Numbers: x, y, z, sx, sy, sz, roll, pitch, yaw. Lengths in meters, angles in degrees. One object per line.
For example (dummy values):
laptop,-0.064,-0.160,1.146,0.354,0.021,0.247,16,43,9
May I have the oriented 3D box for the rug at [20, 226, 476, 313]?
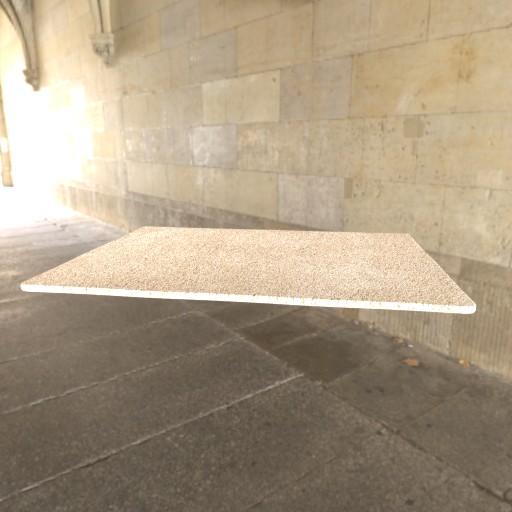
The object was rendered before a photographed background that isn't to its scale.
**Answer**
rug,0.000,0.000,2.087,1.600,0.025,1.199,2,14,8
